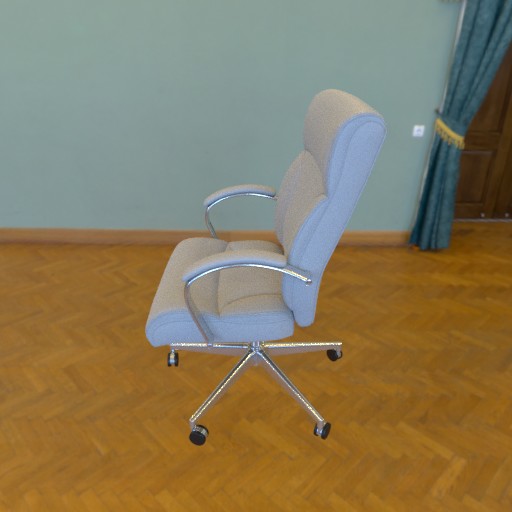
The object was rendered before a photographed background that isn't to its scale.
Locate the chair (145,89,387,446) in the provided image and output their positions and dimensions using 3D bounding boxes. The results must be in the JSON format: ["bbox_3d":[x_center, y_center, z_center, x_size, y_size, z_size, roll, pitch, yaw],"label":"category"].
[{"bbox_3d":[0.000,0.000,1.592,0.745,1.099,0.727,0,26,0],"label":"chair"}]
